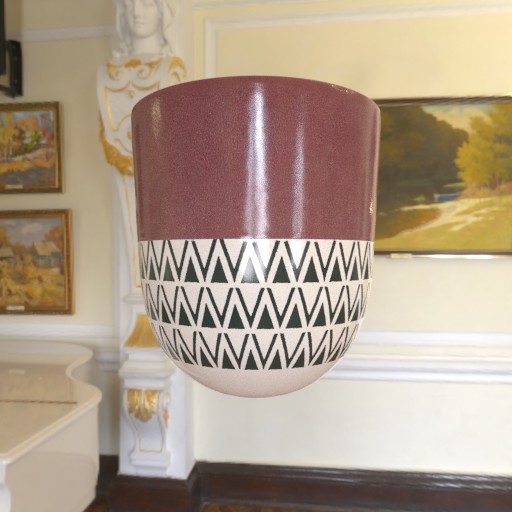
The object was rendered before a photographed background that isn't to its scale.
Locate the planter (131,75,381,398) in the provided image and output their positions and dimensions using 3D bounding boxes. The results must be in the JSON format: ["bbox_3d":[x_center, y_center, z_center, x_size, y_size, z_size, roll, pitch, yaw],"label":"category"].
[{"bbox_3d":[0.000,0.000,0.359,0.195,0.214,0.195,0,0,0],"label":"planter"}]
